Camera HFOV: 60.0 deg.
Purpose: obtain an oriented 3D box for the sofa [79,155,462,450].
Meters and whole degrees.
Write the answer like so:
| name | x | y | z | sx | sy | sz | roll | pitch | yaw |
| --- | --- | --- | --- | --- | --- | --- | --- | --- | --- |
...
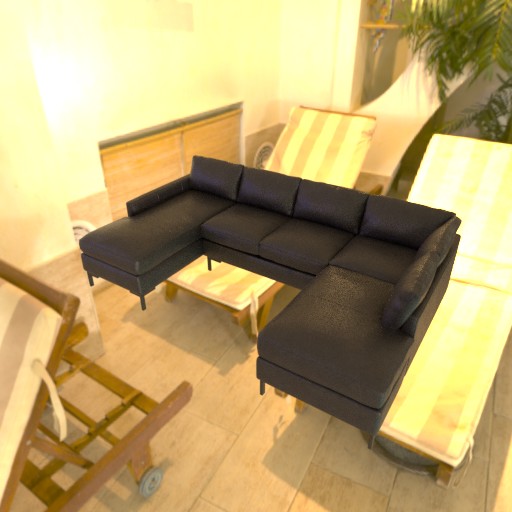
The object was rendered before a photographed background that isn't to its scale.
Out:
| name | x | y | z | sx | sy | sz | roll | pitch | yaw |
| --- | --- | --- | --- | --- | --- | --- | --- | --- | --- |
| sofa | 0.000 | 0.000 | 3.837 | 2.956 | 0.900 | 1.939 | 18 | 35 | 28 |
